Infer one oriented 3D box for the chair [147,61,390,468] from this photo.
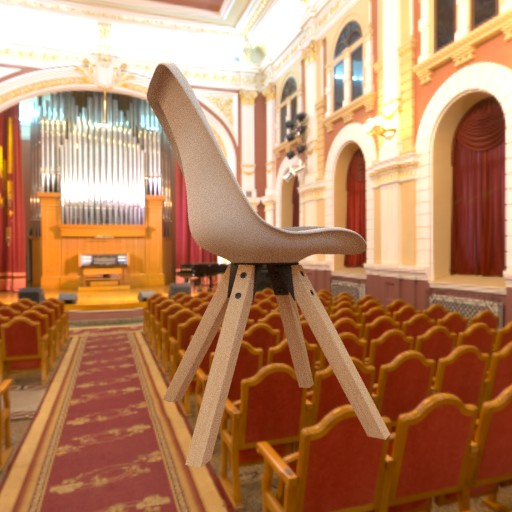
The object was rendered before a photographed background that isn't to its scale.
[{"bbox_3d":[0.000,0.000,1.158,0.550,0.850,0.485,0,0,-18],"label":"chair"}]
